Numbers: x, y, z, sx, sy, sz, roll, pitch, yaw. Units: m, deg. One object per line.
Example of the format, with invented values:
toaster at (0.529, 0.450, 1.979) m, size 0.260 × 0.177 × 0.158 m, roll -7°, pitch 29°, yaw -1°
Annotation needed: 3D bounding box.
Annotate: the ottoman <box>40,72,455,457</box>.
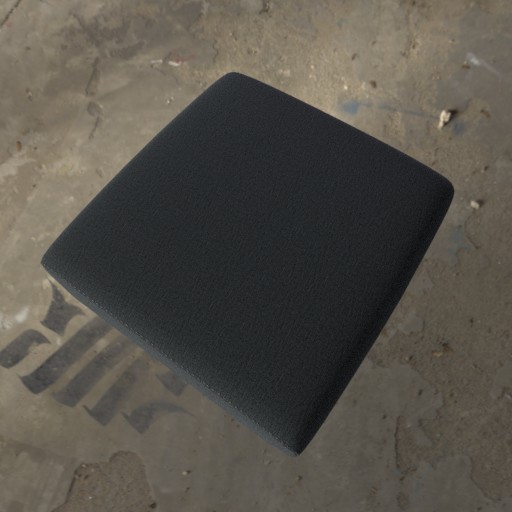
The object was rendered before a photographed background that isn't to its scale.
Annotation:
ottoman at (0.000, 0.000, 1.053) m, size 0.649 × 0.398 × 0.650 m, roll 32°, pitch 68°, yaw 14°
